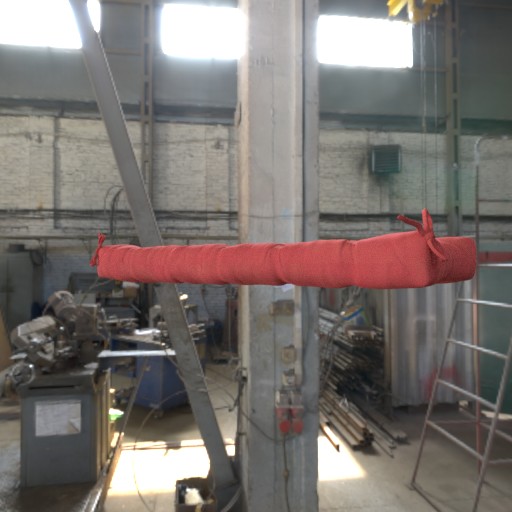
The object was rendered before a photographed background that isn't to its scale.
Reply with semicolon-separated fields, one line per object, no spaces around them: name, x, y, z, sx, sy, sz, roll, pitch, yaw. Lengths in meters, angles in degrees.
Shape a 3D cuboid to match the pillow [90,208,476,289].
pillow;0.000;0.000;1.347;1.194;0.174;0.511;-1;-2;37
